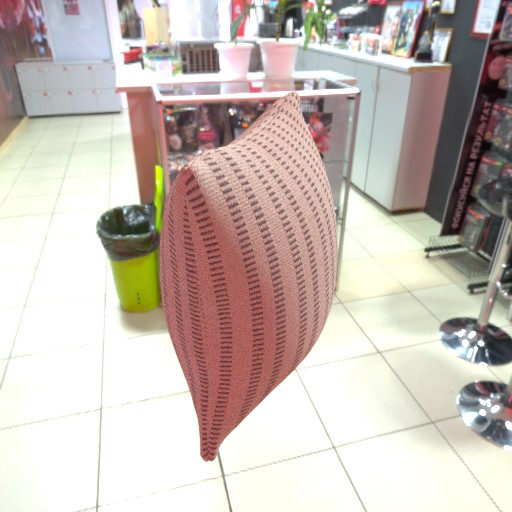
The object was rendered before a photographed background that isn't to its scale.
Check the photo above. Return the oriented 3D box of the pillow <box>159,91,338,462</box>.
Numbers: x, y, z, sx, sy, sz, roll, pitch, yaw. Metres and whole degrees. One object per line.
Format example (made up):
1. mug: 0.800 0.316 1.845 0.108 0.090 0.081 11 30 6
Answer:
1. pillow: 0.000 0.000 0.682 0.247 0.419 0.438 9 31 15
